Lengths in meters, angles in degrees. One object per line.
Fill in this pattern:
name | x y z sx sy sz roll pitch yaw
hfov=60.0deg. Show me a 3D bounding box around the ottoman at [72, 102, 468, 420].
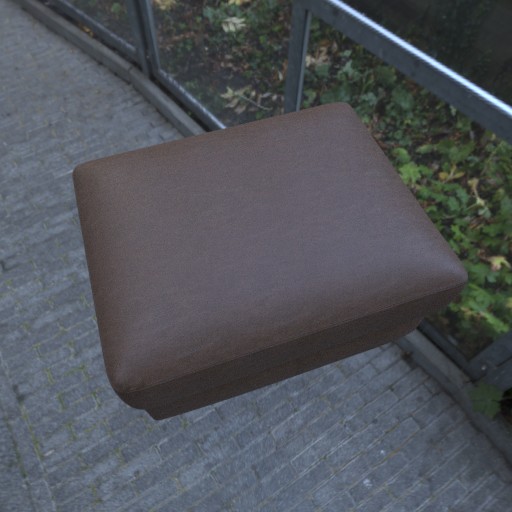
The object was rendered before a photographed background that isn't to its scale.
ottoman | 0.000 0.000 1.173 0.787 0.508 0.635 -17 59 -10
